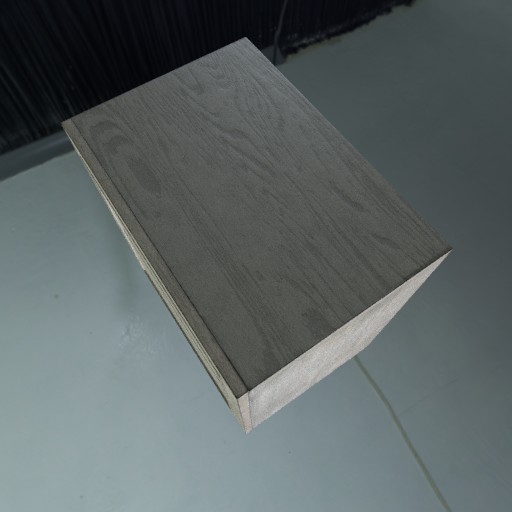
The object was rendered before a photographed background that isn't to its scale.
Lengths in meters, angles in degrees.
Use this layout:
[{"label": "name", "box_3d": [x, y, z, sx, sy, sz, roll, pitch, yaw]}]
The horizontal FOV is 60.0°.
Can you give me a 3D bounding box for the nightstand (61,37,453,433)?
[{"label": "nightstand", "box_3d": [0.000, 0.000, 1.090, 0.483, 0.673, 0.612, -31, 68, -14]}]
